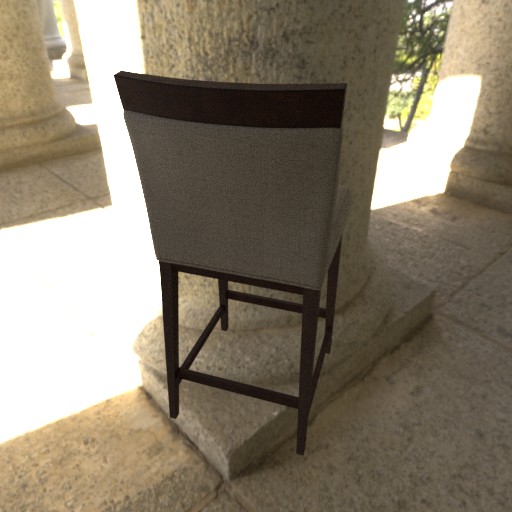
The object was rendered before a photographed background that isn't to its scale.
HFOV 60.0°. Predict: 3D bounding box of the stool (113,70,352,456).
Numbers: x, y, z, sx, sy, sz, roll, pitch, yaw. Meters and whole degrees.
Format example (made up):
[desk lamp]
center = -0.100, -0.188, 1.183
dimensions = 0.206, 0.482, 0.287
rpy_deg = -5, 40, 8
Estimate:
[stool]
center = 0.000, 0.000, 1.382
dimensions = 0.511, 1.117, 0.531
rpy_deg = 10, 33, 15
